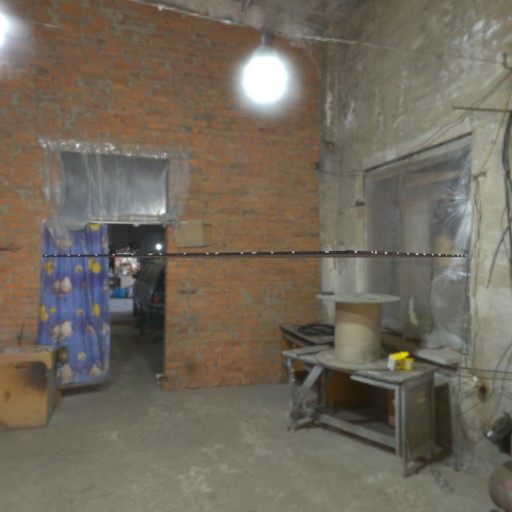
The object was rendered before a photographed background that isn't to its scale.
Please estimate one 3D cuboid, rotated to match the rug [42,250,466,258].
[{"bbox_3d":[0.000,0.000,4.054,3.047,0.022,2.439,0,-1,38],"label":"rug"}]
